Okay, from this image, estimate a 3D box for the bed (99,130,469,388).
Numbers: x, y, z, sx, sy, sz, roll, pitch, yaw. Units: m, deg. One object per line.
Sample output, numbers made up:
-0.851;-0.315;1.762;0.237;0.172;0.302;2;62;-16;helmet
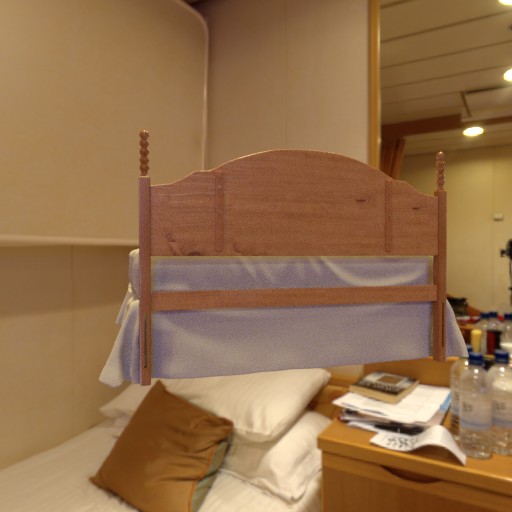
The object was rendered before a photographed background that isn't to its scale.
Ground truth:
0.000;0.000;3.642;2.322;1.355;2.219;0;0;-16;bed
